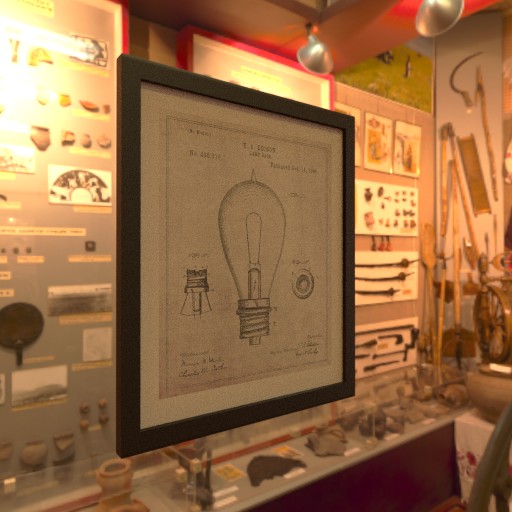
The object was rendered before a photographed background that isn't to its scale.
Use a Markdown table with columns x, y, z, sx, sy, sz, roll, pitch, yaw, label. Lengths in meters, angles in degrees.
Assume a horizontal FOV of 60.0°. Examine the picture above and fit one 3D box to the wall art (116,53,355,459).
| x | y | z | sx | sy | sz | roll | pitch | yaw | label |
| --- | --- | --- | --- | --- | --- | --- | --- | --- | --- |
| 0.000 | 0.000 | 0.689 | 0.430 | 0.509 | 0.021 | 0 | 0 | -36 | wall art |
